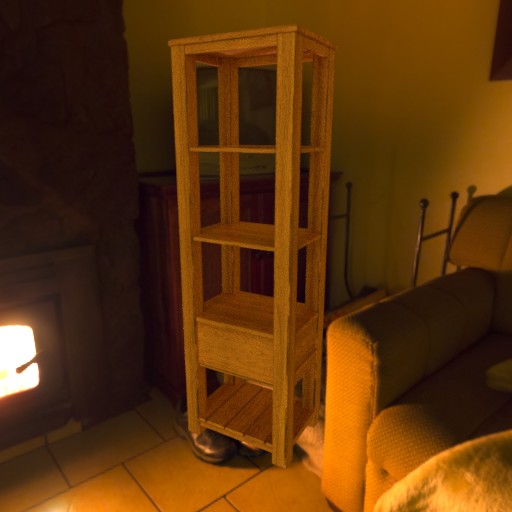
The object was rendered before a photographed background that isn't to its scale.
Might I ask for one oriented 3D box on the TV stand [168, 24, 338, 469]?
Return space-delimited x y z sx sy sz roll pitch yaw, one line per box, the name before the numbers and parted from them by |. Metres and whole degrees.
TV stand | 0.000 0.000 2.070 0.565 1.828 0.435 9 18 28
